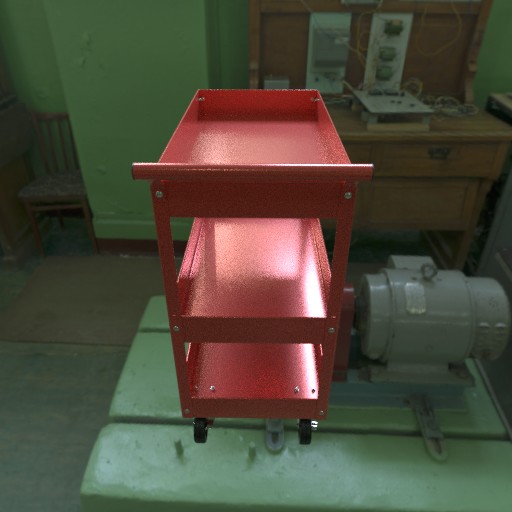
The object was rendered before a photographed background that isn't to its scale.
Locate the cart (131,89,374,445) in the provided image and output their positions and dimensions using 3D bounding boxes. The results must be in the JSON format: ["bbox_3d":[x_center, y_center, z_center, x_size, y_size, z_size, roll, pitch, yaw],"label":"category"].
[{"bbox_3d":[0.000,0.000,1.175,0.366,0.780,0.719,0,33,1],"label":"cart"}]
